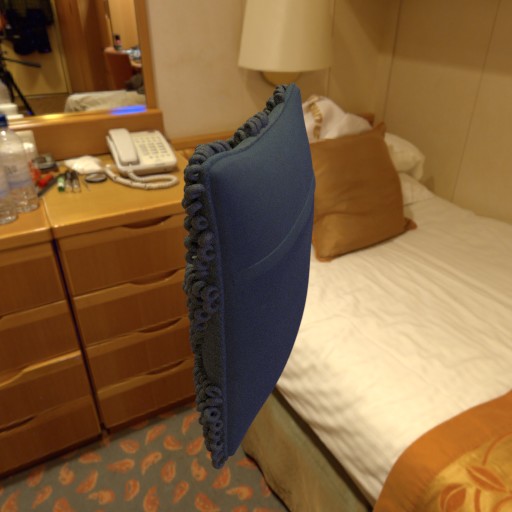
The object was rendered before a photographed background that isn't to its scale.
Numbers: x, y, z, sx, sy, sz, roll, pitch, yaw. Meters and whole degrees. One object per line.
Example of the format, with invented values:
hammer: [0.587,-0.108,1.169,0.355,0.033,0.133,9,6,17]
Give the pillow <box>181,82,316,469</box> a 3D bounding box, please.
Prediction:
pillow: [0.000,0.000,0.719,0.172,0.466,0.469,8,31,13]
